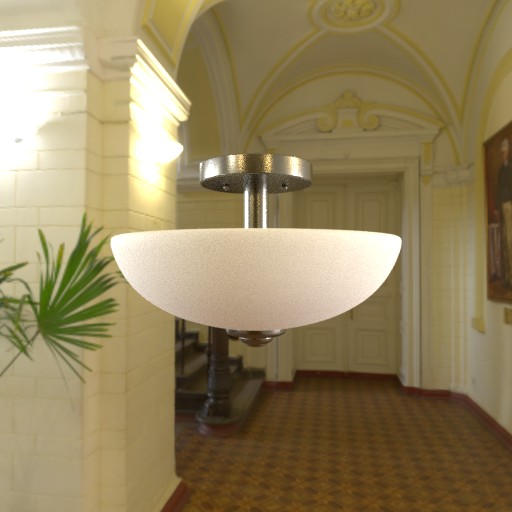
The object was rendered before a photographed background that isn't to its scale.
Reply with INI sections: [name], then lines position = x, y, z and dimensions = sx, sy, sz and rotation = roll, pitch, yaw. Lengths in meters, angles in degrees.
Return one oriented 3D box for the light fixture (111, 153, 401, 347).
[light fixture]
position = 0.000, 0.000, 0.529
dimensions = 0.330, 0.214, 0.330
rotation = 0, -1, 0
